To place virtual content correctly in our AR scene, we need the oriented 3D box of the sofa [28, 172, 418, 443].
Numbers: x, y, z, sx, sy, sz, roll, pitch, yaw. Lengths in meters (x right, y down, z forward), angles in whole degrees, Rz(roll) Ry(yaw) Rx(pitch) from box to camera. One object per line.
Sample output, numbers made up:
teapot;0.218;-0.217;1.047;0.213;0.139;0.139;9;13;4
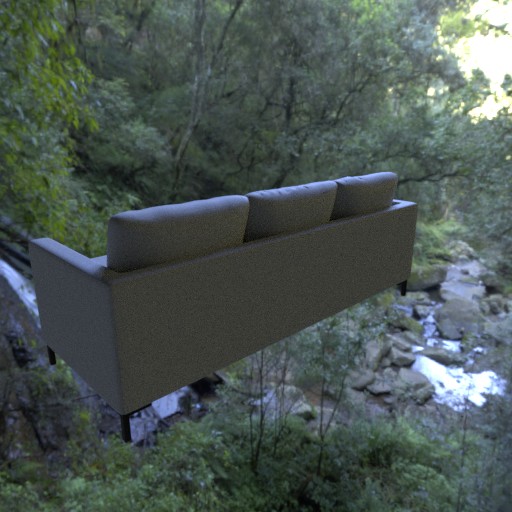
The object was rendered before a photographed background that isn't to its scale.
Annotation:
sofa;0.000;0.000;2.598;2.218;0.874;0.859;-16;23;-41
